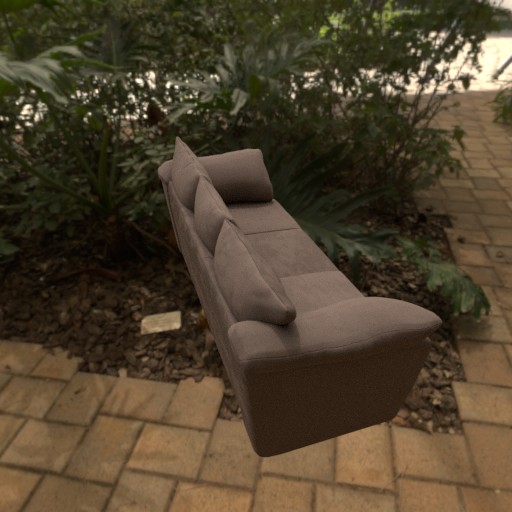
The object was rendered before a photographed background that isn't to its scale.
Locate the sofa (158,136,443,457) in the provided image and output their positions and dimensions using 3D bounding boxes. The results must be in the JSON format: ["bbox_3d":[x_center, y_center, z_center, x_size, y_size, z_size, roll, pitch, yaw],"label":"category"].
[{"bbox_3d":[0.000,0.000,2.786,0.893,0.981,2.377,-10,33,-16],"label":"sofa"}]
